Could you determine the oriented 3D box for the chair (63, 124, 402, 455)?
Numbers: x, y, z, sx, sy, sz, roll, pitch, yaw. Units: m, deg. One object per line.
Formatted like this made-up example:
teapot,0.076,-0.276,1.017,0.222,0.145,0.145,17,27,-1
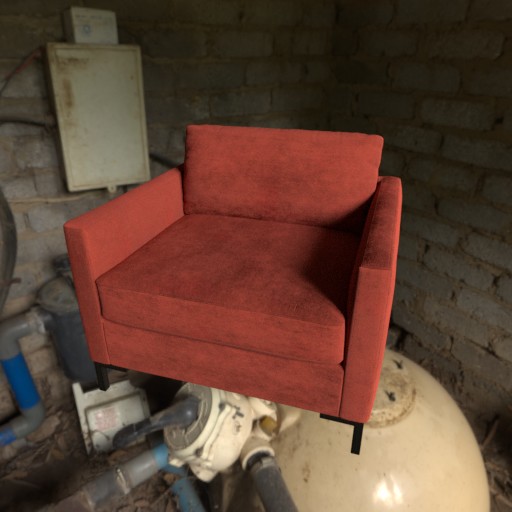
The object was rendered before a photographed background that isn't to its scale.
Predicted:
chair,0.000,0.000,1.604,0.964,0.812,0.875,8,27,16
